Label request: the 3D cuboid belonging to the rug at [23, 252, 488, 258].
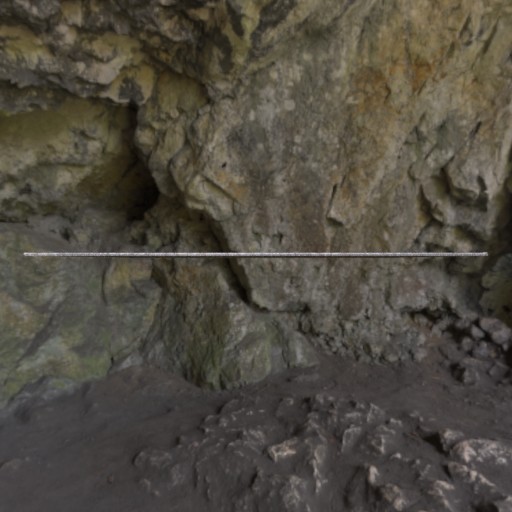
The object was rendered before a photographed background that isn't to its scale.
[{"bbox_3d":[0.000,0.000,4.099,3.049,0.025,2.449,0,-1,1],"label":"rug"}]
